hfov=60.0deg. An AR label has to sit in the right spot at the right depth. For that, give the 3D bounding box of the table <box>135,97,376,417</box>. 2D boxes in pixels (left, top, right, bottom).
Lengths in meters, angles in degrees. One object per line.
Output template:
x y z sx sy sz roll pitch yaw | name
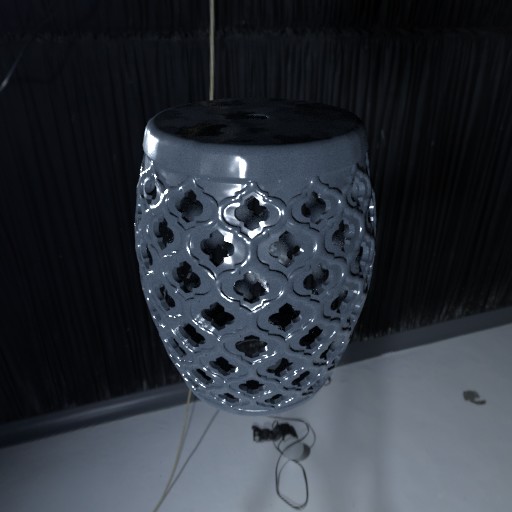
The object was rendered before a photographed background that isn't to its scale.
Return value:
0.000 0.000 0.632 0.325 0.388 0.325 0 30 0 | table
